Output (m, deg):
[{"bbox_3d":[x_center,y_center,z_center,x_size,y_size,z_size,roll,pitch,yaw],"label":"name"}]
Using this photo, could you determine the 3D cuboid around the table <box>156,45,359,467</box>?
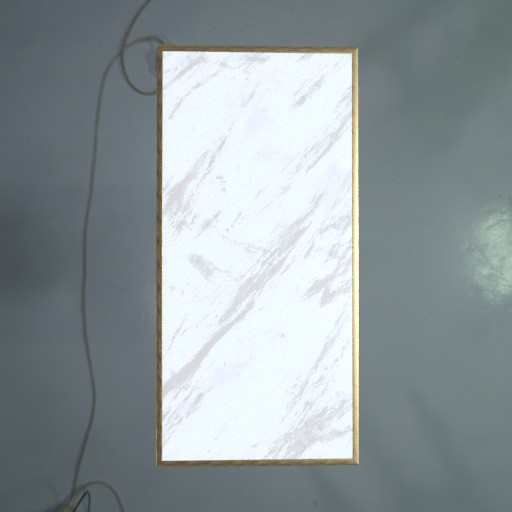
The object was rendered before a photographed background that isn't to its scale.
[{"bbox_3d":[0.000,0.000,1.463,0.577,0.405,1.197,0,90,-2],"label":"table"}]
